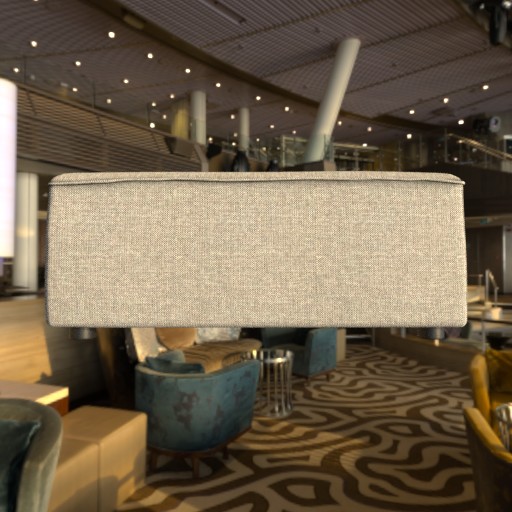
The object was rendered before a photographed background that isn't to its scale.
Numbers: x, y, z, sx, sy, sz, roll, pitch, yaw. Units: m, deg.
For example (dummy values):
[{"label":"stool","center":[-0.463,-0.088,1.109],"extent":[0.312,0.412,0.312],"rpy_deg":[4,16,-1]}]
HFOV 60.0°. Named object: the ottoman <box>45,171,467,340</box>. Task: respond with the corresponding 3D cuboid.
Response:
[{"label":"ottoman","center":[0.000,0.000,1.537],"extent":[1.017,0.423,1.023],"rpy_deg":[0,-1,0]}]
